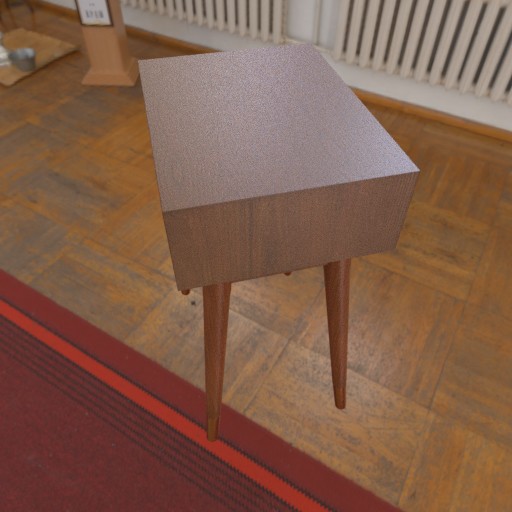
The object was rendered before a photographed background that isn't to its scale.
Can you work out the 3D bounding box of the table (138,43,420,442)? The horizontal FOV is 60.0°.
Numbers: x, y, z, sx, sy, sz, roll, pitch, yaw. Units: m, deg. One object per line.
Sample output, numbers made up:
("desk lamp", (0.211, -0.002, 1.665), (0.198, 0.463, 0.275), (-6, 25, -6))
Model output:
("table", (0.000, 0.000, 0.827), (0.300, 0.599, 0.406), (-10, 47, -10))
